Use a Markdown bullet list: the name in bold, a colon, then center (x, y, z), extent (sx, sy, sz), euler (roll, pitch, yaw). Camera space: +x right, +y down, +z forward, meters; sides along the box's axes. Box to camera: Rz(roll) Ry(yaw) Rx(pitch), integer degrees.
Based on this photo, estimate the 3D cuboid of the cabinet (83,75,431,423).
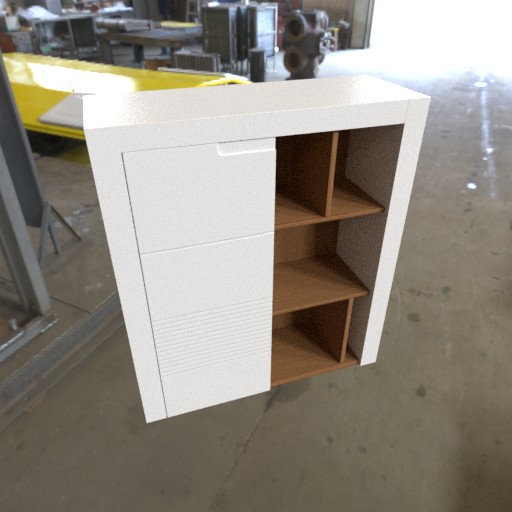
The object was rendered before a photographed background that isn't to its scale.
- **cabinet**: center (0.000, 0.000, 1.650), extent (0.990, 1.150, 0.348), euler (-10, 35, -15)
